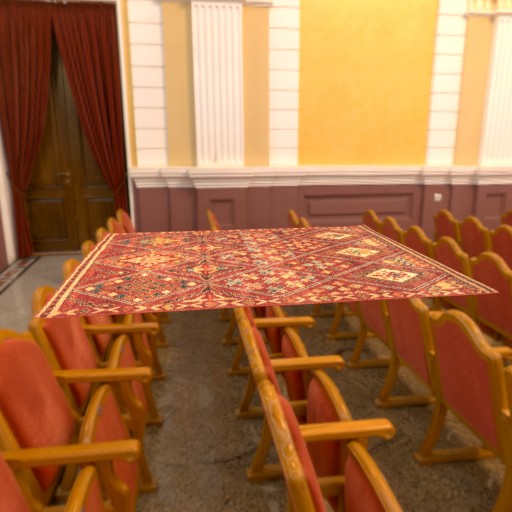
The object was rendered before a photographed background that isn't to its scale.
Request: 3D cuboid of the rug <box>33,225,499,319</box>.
[{"bbox_3d":[0.000,0.000,4.060,3.086,0.030,2.489,-2,15,-8],"label":"rug"}]
